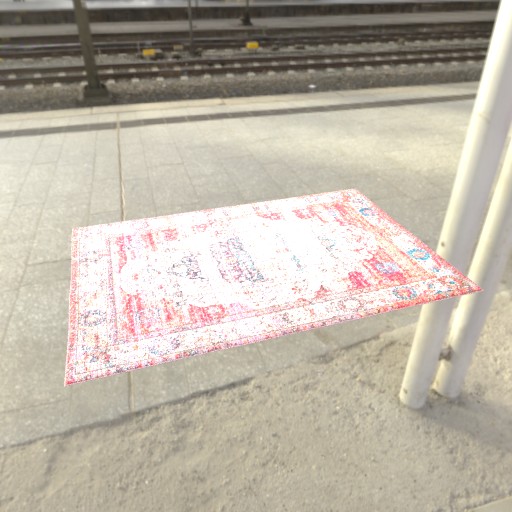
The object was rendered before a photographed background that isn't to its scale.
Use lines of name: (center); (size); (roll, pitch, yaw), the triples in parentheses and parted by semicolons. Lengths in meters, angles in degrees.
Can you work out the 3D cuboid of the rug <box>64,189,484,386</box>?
rug: (0.000, 0.000, 2.300); (1.829, 0.006, 1.219); (-10, 34, -15)
